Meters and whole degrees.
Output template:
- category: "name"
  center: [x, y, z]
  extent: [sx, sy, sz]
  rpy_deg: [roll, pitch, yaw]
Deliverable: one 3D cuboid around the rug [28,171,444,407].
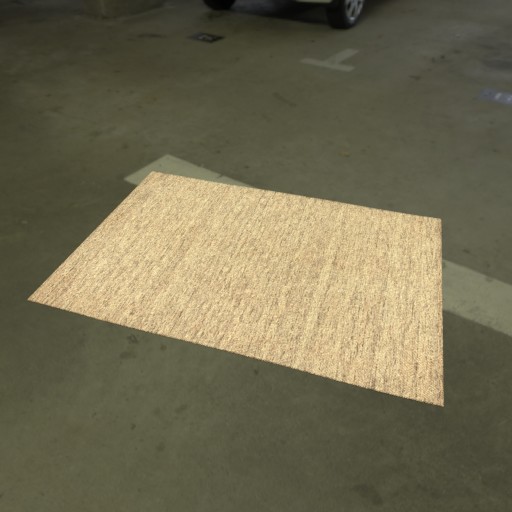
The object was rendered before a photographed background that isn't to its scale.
- category: "rug"
  center: [0.000, 0.000, 2.852]
  extent: [2.283, 0.013, 1.547]
  rpy_deg: [11, 42, 13]
